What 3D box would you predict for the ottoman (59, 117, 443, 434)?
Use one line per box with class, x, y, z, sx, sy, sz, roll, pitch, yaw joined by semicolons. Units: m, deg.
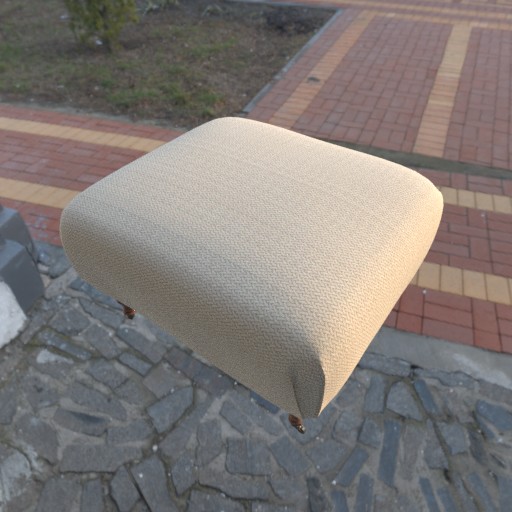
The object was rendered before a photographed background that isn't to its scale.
ottoman;0.000;0.000;1.066;0.684;0.447;0.622;26;48;26
